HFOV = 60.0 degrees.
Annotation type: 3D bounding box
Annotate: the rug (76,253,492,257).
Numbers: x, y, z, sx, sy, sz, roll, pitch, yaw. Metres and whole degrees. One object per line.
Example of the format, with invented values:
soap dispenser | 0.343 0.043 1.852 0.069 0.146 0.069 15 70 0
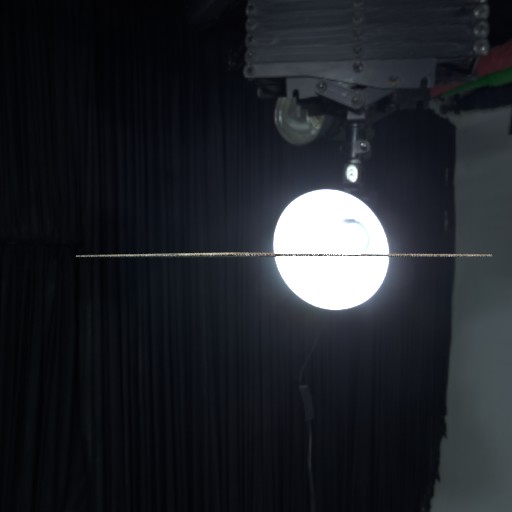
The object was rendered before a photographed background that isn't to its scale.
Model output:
rug | 0.000 0.000 3.873 2.315 0.015 2.932 0 0 -35
